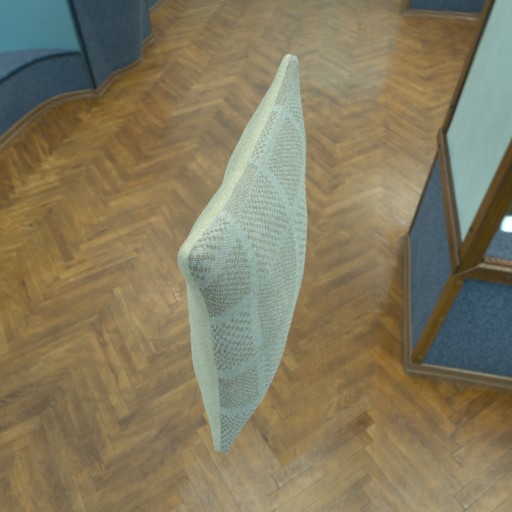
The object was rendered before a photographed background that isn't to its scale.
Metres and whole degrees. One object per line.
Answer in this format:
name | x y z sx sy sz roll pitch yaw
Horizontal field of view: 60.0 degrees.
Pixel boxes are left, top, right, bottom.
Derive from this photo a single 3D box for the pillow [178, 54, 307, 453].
pillow | 0.000 0.000 0.667 0.138 0.432 0.436 11 47 10
